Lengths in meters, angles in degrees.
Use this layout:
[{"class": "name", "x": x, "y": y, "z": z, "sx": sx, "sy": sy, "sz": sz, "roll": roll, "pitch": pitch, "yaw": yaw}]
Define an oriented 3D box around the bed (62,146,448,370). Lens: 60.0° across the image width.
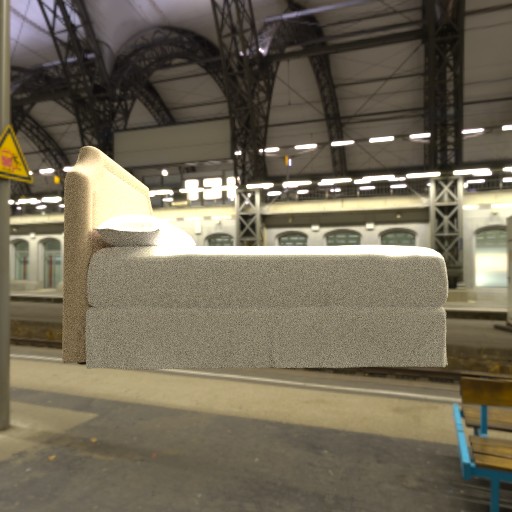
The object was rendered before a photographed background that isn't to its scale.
[{"class": "bed", "x": 0.000, "y": 0.000, "z": 3.909, "sx": 2.548, "sy": 1.524, "sz": 2.134, "roll": 0, "pitch": -1, "yaw": -1}]
